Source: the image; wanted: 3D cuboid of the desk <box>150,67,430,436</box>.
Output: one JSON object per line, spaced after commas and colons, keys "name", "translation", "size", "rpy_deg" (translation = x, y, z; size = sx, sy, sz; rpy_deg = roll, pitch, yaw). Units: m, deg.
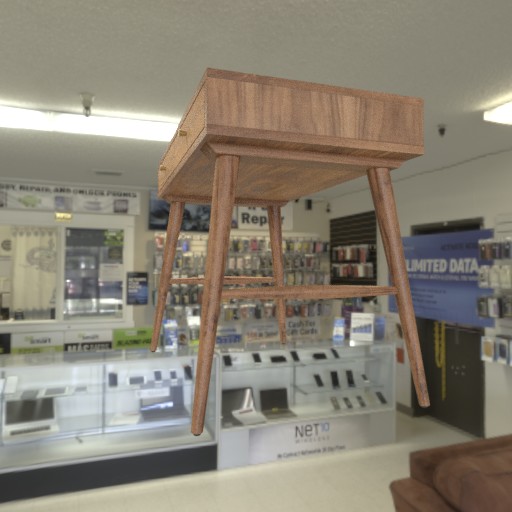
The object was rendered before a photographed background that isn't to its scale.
{"name": "desk", "translation": [0.000, 0.000, 1.443], "size": [0.588, 0.758, 0.949], "rpy_deg": [0, -1, -18]}
